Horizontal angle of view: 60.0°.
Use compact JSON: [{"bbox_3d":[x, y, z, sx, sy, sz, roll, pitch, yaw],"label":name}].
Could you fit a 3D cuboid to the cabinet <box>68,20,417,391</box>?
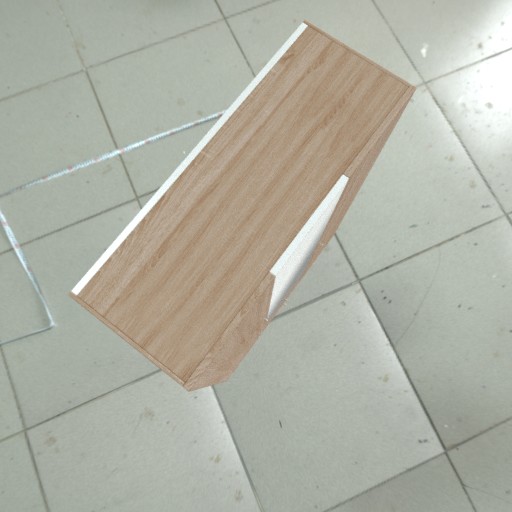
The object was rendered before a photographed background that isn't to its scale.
[{"bbox_3d":[0.000,0.000,2.743,0.590,2.120,1.500,36,78,9],"label":"cabinet"}]
